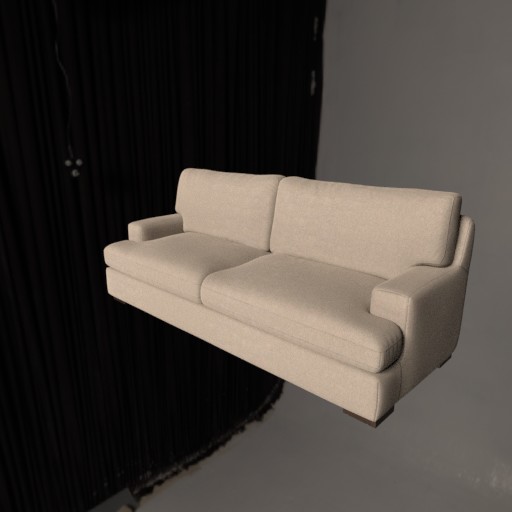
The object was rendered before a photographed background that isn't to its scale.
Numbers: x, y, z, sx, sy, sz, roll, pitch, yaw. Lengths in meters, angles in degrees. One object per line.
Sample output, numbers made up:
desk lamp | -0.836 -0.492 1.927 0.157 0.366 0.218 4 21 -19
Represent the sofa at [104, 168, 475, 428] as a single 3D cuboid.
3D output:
sofa | 0.000 0.000 2.878 2.354 0.980 0.962 15 21 42
